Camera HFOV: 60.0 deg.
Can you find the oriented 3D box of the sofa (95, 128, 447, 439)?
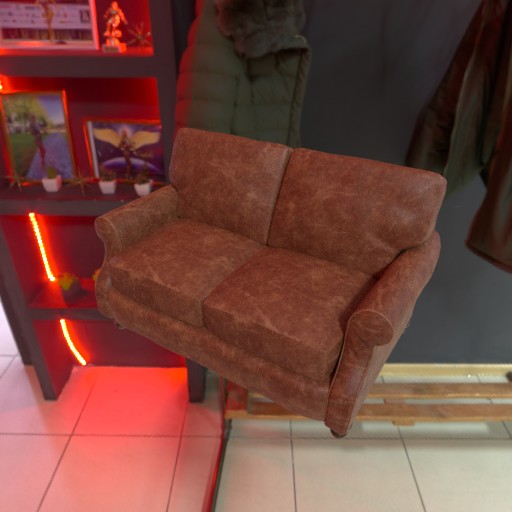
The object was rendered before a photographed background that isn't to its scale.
[{"bbox_3d":[0.000,0.000,2.237,1.616,0.967,0.990,18,35,28],"label":"sofa"}]
